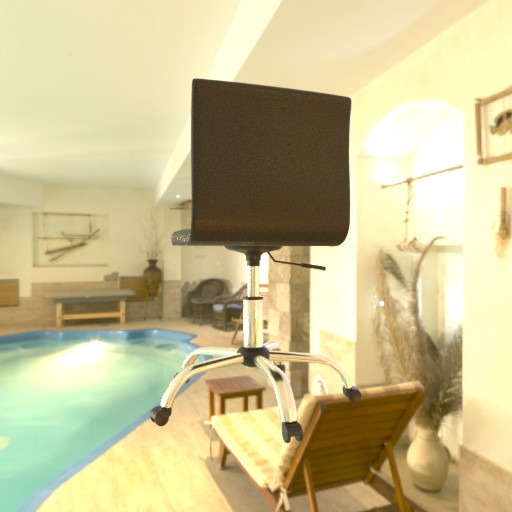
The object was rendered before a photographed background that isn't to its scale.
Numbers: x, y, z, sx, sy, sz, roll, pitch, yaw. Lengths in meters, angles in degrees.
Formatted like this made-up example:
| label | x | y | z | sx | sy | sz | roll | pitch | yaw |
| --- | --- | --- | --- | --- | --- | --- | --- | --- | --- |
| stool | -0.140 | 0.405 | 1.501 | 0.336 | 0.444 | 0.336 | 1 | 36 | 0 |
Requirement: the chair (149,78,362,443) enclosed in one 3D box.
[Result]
| label | x | y | z | sx | sy | sz | roll | pitch | yaw |
| --- | --- | --- | --- | --- | --- | --- | --- | --- | --- |
| chair | 0.000 | 0.000 | 1.166 | 0.556 | 0.780 | 0.530 | 0 | 0 | -18 |
